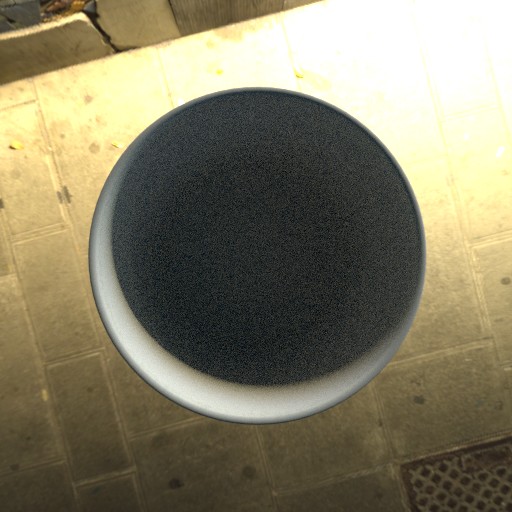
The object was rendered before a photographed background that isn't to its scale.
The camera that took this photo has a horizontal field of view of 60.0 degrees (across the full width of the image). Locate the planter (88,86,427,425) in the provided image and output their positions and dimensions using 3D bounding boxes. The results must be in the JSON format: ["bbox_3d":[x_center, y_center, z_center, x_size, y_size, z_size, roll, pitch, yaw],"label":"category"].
[{"bbox_3d":[0.000,0.000,0.772,0.440,0.398,0.440,0,90,-1],"label":"planter"}]
